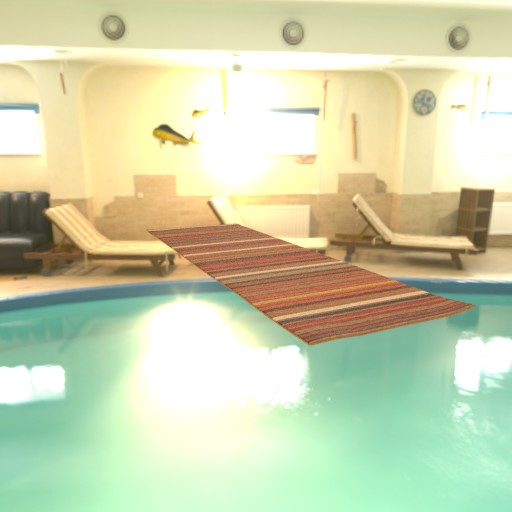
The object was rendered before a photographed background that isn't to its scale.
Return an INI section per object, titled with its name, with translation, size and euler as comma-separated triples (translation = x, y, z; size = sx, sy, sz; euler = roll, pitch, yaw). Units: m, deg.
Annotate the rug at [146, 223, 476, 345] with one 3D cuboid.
[rug]
translation = 0.000, 0.000, 2.683
size = 0.799, 0.030, 2.444
euler = -6, 15, -25
